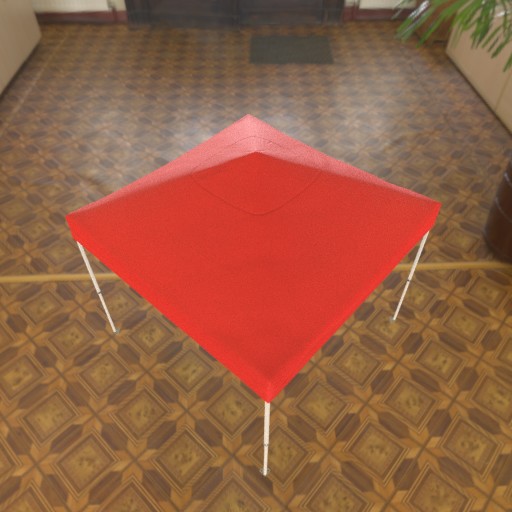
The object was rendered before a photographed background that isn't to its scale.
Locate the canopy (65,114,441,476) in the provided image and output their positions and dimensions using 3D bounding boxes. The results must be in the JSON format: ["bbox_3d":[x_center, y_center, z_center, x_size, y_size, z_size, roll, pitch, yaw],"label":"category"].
[{"bbox_3d":[0.000,0.000,5.469,2.996,2.997,2.998,33,55,27],"label":"canopy"}]
